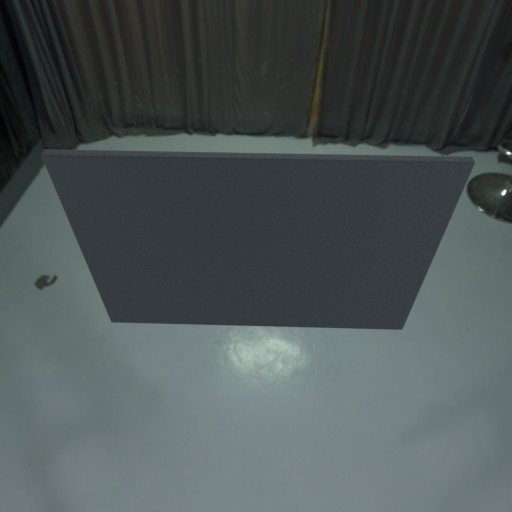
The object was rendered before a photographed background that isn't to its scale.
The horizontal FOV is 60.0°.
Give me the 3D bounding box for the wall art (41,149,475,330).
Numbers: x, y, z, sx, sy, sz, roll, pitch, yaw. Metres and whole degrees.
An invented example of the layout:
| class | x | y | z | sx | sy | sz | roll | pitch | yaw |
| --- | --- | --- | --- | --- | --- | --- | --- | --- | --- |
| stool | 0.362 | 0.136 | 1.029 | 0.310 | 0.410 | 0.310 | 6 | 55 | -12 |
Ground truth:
| class | x | y | z | sx | sy | sz | roll | pitch | yaw |
| --- | --- | --- | --- | --- | --- | --- | --- | --- | --- |
| wall art | 0.000 | 0.000 | 1.233 | 0.964 | 0.659 | 0.049 | 2 | 47 | 2 |
